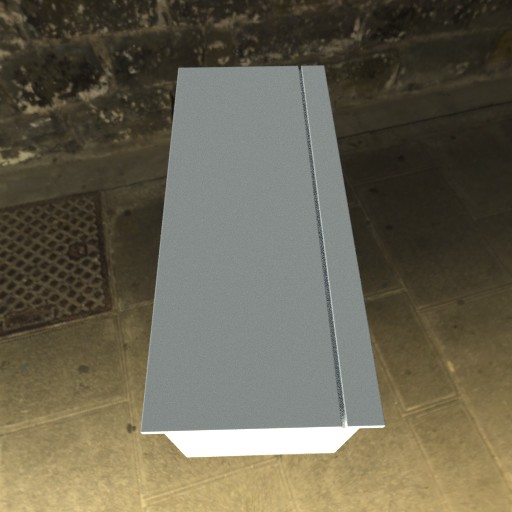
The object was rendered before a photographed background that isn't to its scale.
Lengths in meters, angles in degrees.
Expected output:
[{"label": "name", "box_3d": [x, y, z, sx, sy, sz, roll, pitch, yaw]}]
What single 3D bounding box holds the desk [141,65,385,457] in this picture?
[{"label": "desk", "box_3d": [0.000, 0.000, 1.948, 0.670, 0.760, 1.580, -1, 58, -1]}]
